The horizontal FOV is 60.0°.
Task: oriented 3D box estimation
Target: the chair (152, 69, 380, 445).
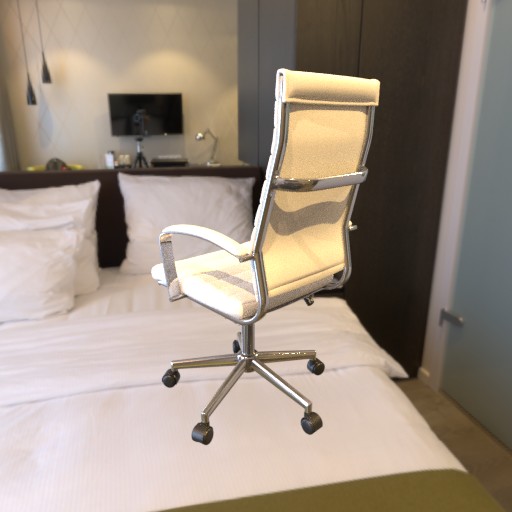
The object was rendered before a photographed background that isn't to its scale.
[{"bbox_3d":[0.000,0.000,1.561,0.679,1.149,0.679,-16,23,-42],"label":"chair"}]
